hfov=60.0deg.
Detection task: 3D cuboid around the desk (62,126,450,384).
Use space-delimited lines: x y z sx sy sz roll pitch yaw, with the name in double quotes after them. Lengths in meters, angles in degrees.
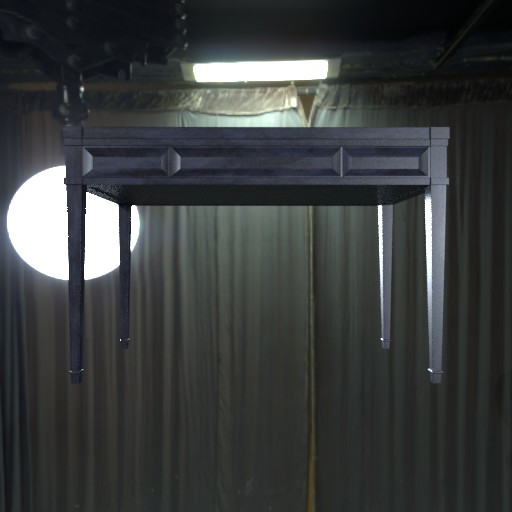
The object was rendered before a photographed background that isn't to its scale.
0.000 0.000 1.788 1.289 0.861 0.630 0 0 0 "desk"
